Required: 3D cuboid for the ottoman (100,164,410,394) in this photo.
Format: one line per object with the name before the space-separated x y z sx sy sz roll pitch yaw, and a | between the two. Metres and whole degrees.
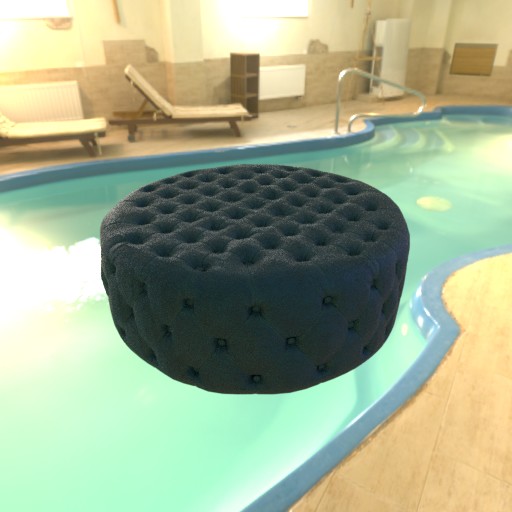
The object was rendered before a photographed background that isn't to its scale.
ottoman | 0.000 0.000 1.527 0.998 0.398 0.998 0 29 0
